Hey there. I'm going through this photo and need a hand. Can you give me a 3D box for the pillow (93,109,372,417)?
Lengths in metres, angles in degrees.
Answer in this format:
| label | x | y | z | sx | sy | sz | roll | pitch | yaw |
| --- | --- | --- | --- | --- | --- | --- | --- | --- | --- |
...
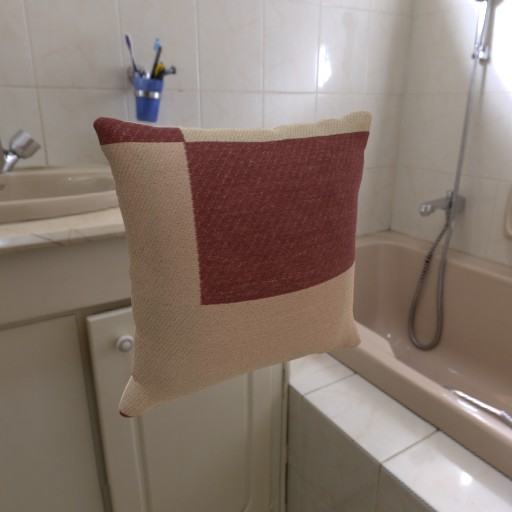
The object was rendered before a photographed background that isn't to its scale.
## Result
| label | x | y | z | sx | sy | sz | roll | pitch | yaw |
| --- | --- | --- | --- | --- | --- | --- | --- | --- | --- |
| pillow | 0.000 | 0.000 | 0.808 | 0.536 | 0.506 | 0.229 | -10 | 21 | -27 |
